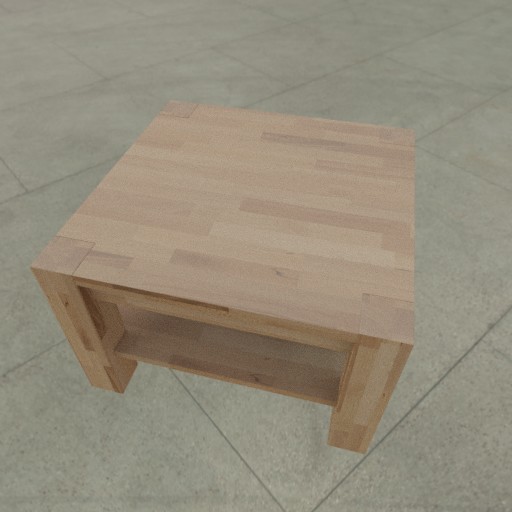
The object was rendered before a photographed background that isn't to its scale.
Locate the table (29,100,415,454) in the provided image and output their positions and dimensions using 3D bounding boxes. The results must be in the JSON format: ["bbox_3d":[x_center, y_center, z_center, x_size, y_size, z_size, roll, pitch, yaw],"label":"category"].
[{"bbox_3d":[0.000,0.000,1.167,0.700,0.451,0.700,10,46,10],"label":"table"}]
